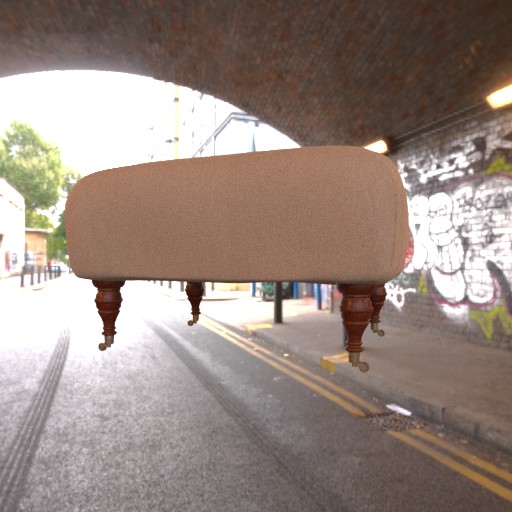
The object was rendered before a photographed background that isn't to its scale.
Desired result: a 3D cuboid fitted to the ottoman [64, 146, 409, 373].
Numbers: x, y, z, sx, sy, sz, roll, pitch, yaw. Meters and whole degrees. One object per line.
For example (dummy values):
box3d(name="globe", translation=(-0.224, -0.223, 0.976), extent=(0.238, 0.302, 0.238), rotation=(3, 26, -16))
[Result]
box3d(name="ottoman", translation=(0.000, 0.000, 1.147), extent=(0.746, 0.450, 0.639), rotation=(0, -1, 20))
